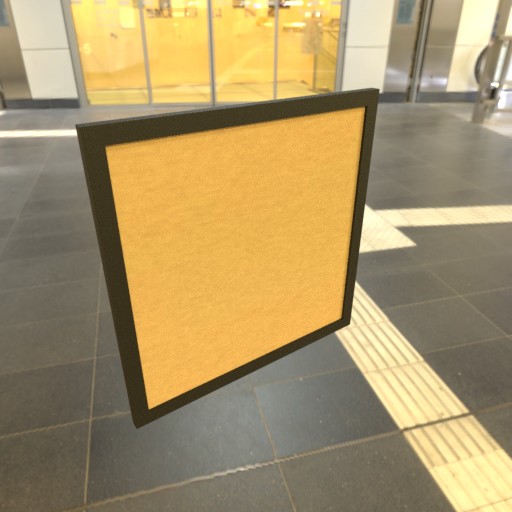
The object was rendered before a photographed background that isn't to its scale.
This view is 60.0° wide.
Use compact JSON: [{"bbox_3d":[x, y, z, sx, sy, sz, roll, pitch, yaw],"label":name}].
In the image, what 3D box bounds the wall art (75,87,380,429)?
[{"bbox_3d":[0.000,0.000,0.537,0.356,0.356,0.013,-18,34,-30],"label":"wall art"}]
